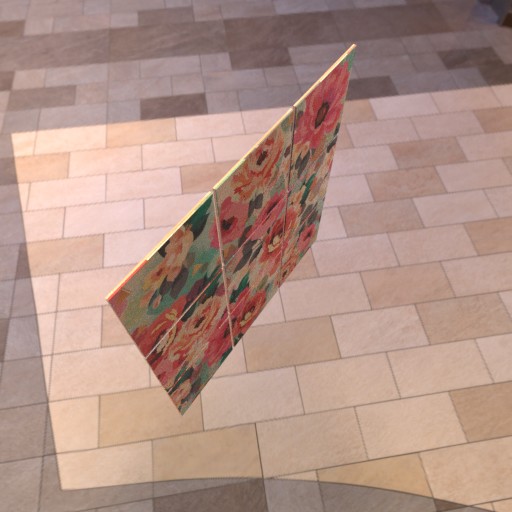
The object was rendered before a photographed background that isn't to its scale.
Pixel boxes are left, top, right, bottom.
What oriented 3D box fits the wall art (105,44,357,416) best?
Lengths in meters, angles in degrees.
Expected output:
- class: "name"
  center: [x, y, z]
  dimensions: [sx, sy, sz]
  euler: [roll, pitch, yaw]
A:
- class: "wall art"
  center: [0.000, 0.000, 1.816]
  dimensions: [0.013, 1.220, 1.216]
  euler: [31, 63, 18]
